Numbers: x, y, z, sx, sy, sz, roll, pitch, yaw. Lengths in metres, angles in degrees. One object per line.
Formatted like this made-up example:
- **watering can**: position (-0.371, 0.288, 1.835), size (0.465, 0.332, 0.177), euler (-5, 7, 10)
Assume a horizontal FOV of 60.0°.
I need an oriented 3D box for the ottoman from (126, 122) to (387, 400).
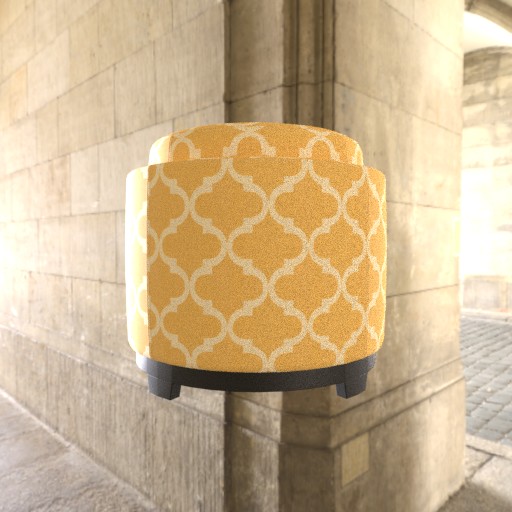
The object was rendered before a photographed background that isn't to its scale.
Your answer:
- **ottoman**: position (0.000, 0.000, 0.849), size (0.480, 0.429, 0.480), euler (0, 2, 0)
